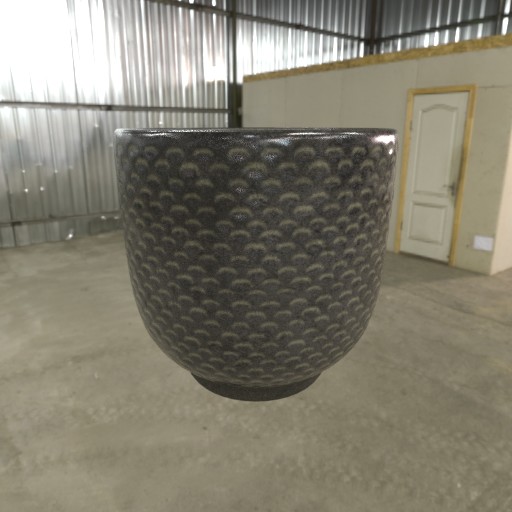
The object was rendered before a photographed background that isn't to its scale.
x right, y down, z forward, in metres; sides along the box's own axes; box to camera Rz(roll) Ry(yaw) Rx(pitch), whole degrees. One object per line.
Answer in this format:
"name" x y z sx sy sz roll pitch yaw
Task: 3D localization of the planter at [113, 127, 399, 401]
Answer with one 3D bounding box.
"planter" 0.000 0.000 0.344 0.197 0.191 0.197 0 16 0
